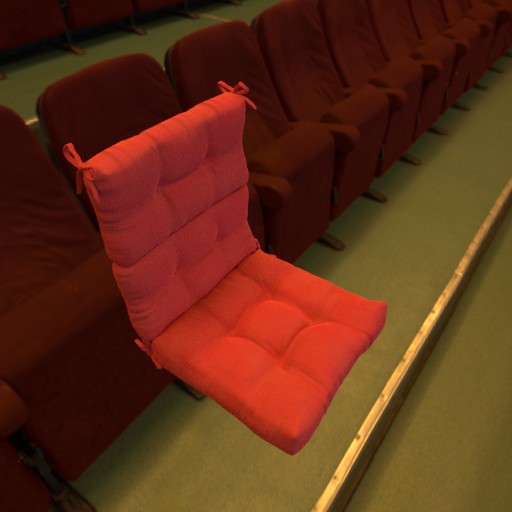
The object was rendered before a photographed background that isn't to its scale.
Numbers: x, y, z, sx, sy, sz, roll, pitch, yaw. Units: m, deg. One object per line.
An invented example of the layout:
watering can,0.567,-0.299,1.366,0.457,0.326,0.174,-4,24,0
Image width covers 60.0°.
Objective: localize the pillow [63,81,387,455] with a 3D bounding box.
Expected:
pillow,0.000,0.000,1.041,0.571,0.605,0.519,26,47,26
